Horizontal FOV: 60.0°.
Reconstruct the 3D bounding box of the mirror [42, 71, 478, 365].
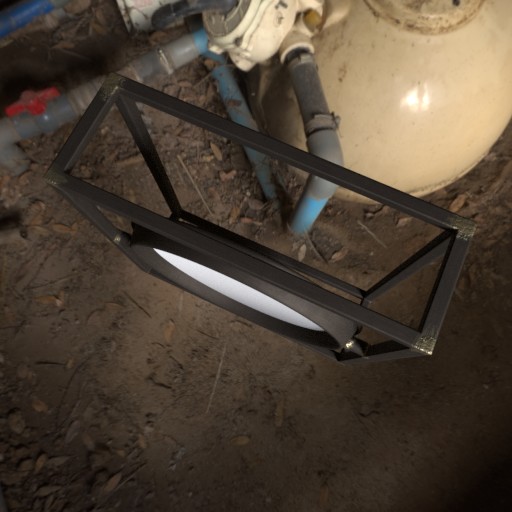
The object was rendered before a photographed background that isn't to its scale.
[{"bbox_3d":[0.000,0.000,0.472,0.306,0.303,0.107,24,76,6],"label":"mirror"}]
